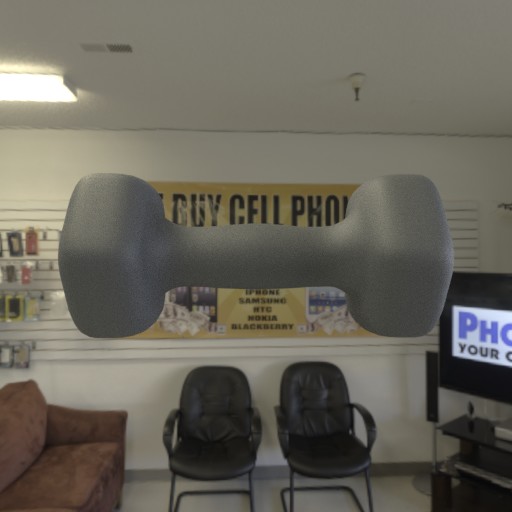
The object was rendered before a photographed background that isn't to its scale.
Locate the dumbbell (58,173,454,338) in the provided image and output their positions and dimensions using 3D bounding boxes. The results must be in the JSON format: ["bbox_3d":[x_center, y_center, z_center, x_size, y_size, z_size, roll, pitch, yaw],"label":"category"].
[{"bbox_3d":[0.000,0.000,0.300,0.240,0.105,0.116,0,-1,0],"label":"dumbbell"}]
